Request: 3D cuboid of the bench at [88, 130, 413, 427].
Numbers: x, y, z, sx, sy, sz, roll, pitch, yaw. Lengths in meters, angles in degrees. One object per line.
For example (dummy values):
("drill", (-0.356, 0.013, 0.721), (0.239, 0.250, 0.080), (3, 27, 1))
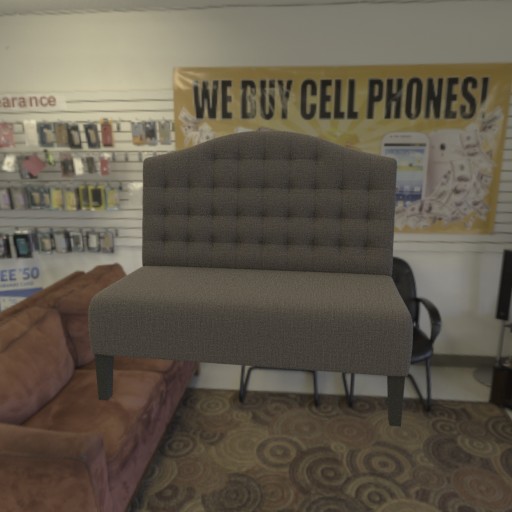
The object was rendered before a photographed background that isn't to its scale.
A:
("bench", (0.000, 0.000, 2.108), (1.335, 1.180, 0.815), (2, 13, 9))
